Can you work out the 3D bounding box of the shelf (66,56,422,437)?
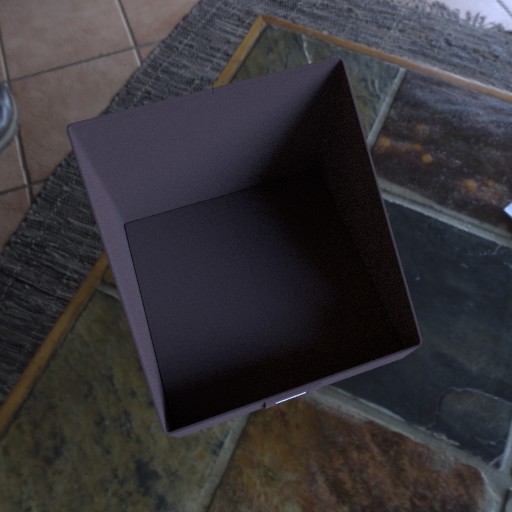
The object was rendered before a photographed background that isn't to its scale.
[{"bbox_3d":[0.000,0.000,0.485,0.292,0.210,0.292,-17,67,-8],"label":"shelf"}]
